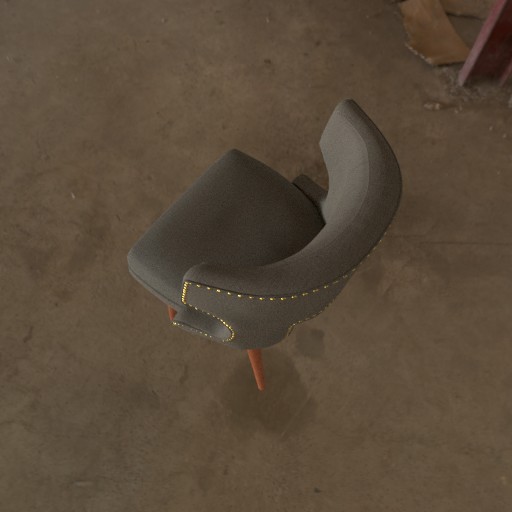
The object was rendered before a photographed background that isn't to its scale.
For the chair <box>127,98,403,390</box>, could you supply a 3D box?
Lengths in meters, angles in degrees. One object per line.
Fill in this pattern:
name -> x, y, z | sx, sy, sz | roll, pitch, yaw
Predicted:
chair -> 0.000, 0.000, 1.274 | 0.581, 0.863, 0.595 | 34, 69, 15
